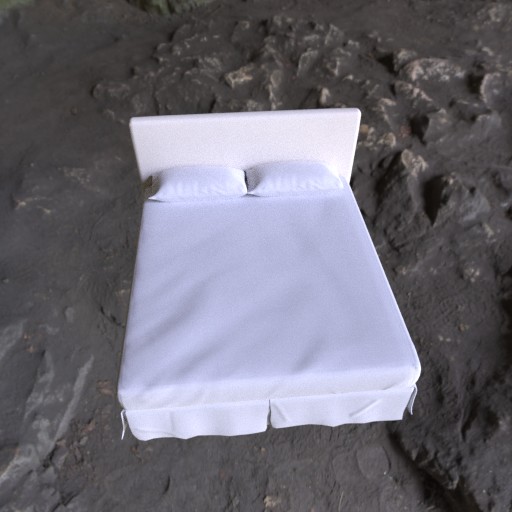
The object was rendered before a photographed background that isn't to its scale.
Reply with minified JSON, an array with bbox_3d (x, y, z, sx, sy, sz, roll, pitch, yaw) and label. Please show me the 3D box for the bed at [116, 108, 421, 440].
[{"bbox_3d":[0.000,0.000,3.548,2.119,1.317,2.341,-4,45,-4],"label":"bed"}]
